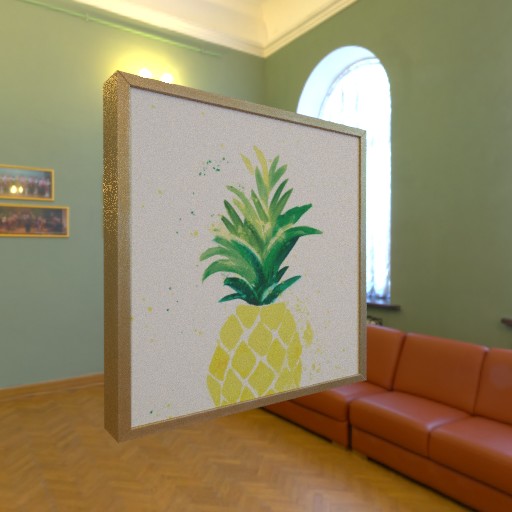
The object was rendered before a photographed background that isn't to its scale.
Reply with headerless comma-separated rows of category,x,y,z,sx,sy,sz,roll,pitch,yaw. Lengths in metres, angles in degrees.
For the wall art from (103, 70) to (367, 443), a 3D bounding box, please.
wall art,0.000,0.000,0.466,0.306,0.305,0.038,0,1,-36
